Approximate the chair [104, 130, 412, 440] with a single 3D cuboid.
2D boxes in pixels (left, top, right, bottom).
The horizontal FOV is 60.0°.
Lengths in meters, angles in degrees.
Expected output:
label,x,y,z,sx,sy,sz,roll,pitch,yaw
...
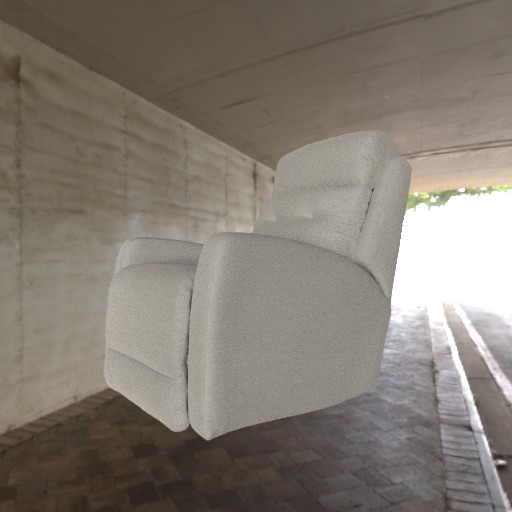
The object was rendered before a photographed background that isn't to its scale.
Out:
label,x,y,z,sx,sy,sz,roll,pitch,yaw
chair,0.000,0.000,1.721,1.043,1.013,0.798,-1,1,-37
